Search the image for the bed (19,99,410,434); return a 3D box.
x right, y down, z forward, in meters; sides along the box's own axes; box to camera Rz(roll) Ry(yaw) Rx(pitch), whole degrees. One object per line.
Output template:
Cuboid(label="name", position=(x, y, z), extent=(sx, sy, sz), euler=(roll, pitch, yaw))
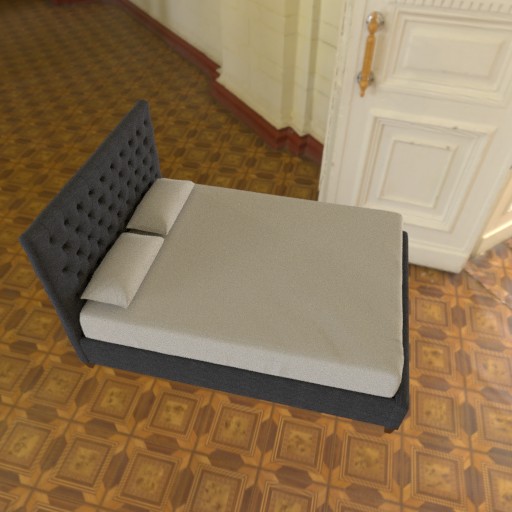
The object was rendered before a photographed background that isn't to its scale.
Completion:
Cuboid(label="bed", position=(0.000, 0.000, 3.340), extent=(2.387, 1.427, 1.698), euler=(10, 47, 9))
